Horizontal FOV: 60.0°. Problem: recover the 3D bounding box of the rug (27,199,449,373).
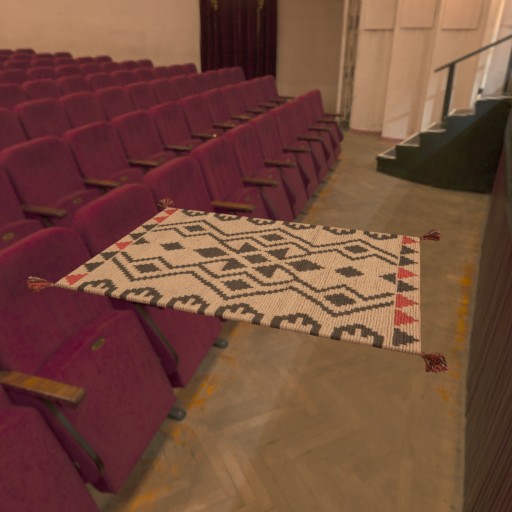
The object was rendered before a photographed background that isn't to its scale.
[{"bbox_3d":[0.000,0.000,2.584,2.069,0.067,1.444,8,27,16],"label":"rug"}]
